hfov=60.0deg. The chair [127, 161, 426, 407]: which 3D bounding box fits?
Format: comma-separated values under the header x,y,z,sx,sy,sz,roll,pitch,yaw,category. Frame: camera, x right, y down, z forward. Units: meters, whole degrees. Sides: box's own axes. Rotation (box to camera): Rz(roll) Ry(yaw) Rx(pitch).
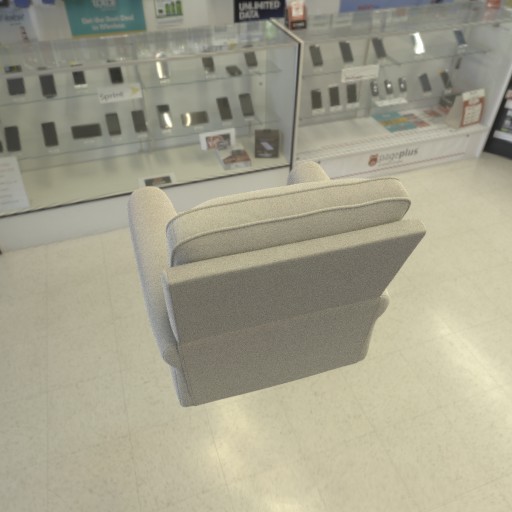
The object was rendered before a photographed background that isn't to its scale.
x,y,z,sx,sy,sz,roll,pitch,yaw,category
0.000,0.000,1.685,0.890,0.960,0.878,-11,43,-12,chair
